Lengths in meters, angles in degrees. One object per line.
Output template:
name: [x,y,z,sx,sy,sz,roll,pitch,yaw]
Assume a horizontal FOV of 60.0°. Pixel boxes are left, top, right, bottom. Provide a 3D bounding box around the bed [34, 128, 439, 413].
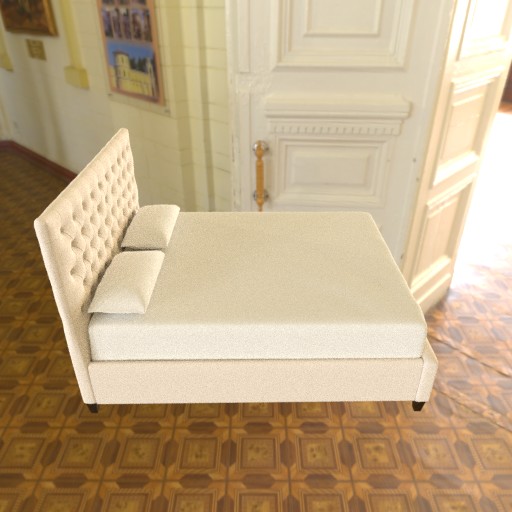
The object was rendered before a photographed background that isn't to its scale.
bed: [0.000,0.000,3.249,2.233,1.426,1.696,0,31,0]
